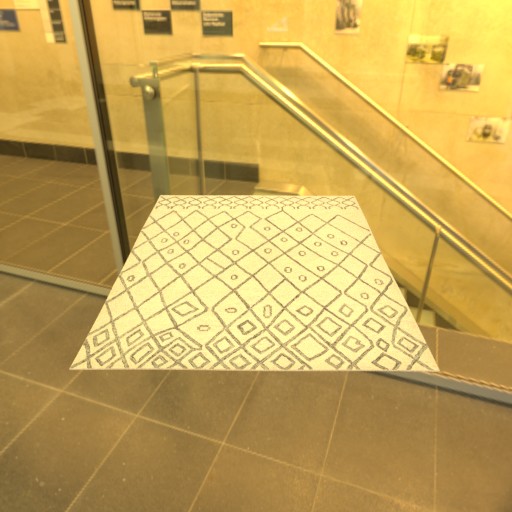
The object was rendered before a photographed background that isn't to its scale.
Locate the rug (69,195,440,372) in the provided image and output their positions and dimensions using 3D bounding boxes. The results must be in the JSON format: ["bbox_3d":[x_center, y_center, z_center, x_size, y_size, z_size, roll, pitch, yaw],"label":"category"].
[{"bbox_3d":[0.000,0.000,4.236,2.446,0.015,3.046,0,30,0],"label":"rug"}]
